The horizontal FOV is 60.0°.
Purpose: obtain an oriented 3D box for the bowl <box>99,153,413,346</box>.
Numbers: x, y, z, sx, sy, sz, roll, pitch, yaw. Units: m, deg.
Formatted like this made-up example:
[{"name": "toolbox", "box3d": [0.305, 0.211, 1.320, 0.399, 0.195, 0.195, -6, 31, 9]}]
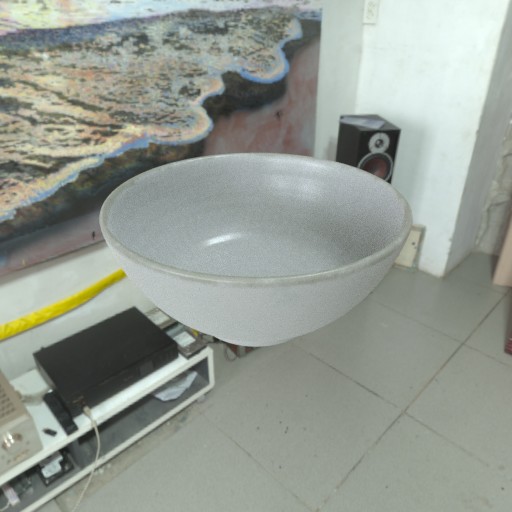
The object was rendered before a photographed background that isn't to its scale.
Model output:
[{"name": "bowl", "box3d": [0.000, 0.000, 0.425, 0.268, 0.121, 0.268, 0, 30, 0]}]
